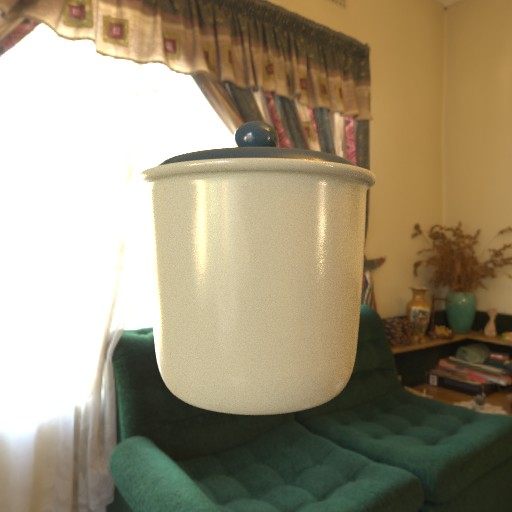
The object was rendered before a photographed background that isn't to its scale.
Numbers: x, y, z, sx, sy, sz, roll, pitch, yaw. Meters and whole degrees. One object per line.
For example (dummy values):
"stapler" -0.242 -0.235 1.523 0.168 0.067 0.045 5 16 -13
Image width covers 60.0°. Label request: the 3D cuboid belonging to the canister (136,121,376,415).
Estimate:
"canister" 0.000 0.000 0.348 0.182 0.208 0.182 0 1 0
